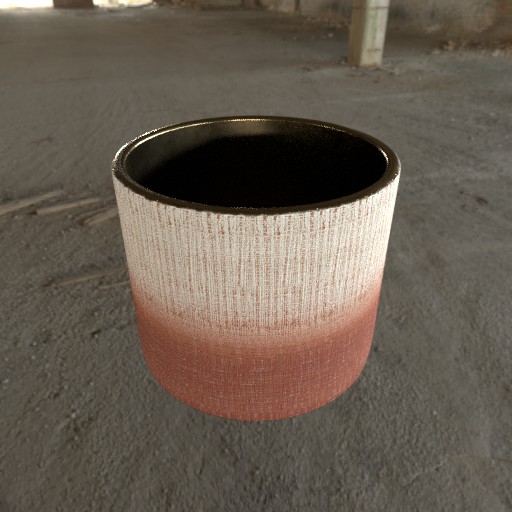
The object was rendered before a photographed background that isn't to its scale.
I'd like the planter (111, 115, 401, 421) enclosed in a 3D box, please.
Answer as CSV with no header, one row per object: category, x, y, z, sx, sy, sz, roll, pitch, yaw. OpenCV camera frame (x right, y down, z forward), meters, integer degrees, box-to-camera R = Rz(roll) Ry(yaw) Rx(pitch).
planter,0.000,0.000,0.453,0.254,0.221,0.254,0,32,0
